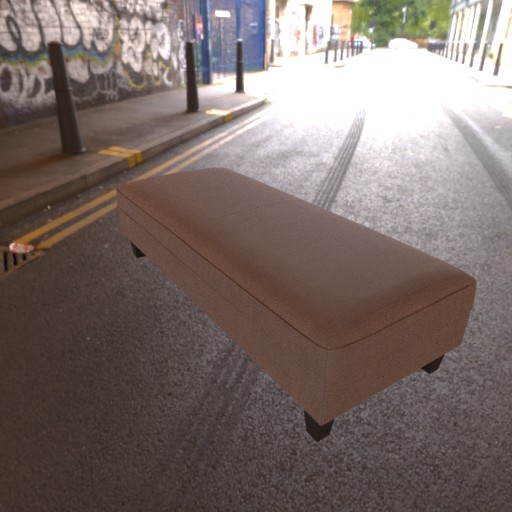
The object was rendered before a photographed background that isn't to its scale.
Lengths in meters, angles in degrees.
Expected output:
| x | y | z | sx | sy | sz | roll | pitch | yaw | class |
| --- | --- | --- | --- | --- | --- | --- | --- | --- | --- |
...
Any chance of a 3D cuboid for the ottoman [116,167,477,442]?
| x | y | z | sx | sy | sz | roll | pitch | yaw | class |
| --- | --- | --- | --- | --- | --- | --- | --- | --- | --- |
| 0.000 | 0.000 | 2.063 | 0.751 | 0.470 | 1.764 | -17 | 31 | -30 | ottoman |
